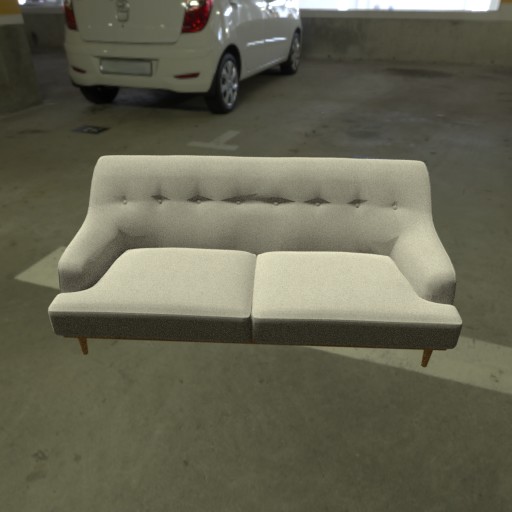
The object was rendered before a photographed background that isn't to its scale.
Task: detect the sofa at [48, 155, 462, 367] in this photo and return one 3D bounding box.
[{"bbox_3d":[0.000,0.000,2.523,2.057,0.871,0.978,1,31,2],"label":"sofa"}]
